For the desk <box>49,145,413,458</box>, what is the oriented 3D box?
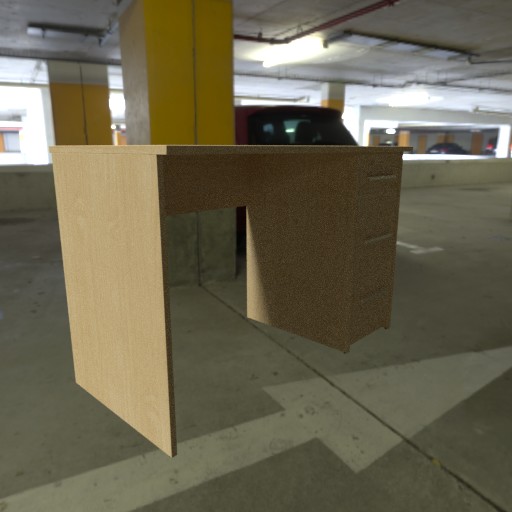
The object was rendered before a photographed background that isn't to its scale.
[{"bbox_3d":[0.000,0.000,1.527,0.560,0.735,1.097,13,19,42],"label":"desk"}]
